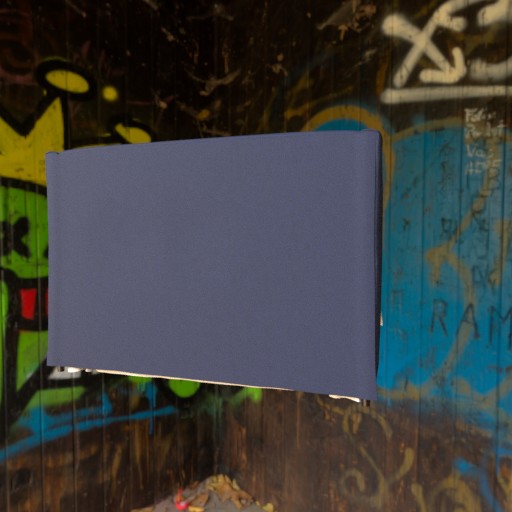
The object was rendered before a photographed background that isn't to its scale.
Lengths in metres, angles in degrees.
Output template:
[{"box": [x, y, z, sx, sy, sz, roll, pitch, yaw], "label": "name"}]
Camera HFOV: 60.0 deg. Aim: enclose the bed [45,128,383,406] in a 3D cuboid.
[{"box": [0.000, 0.000, 3.410, 1.925, 1.332, 2.276, 1, 3, 18], "label": "bed"}]
